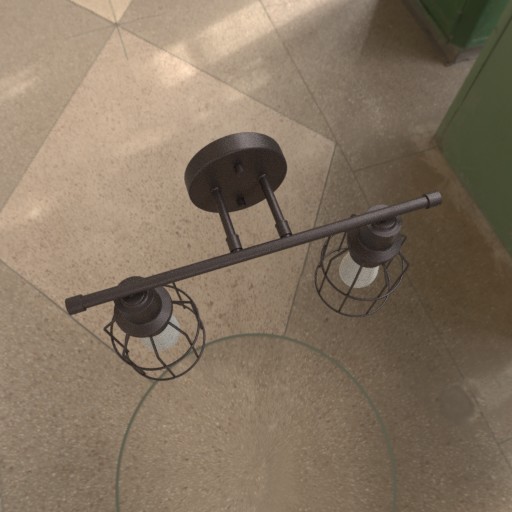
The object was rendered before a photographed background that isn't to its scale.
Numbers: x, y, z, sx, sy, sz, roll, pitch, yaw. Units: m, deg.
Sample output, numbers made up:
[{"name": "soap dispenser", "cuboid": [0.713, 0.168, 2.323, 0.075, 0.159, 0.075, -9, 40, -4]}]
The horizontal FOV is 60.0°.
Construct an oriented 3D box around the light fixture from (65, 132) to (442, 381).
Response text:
[{"name": "light fixture", "cuboid": [0.000, 0.000, 0.536, 0.406, 0.254, 0.165, -17, 65, -8]}]
